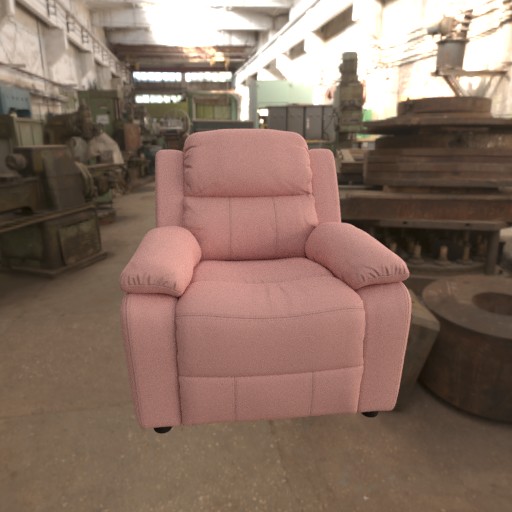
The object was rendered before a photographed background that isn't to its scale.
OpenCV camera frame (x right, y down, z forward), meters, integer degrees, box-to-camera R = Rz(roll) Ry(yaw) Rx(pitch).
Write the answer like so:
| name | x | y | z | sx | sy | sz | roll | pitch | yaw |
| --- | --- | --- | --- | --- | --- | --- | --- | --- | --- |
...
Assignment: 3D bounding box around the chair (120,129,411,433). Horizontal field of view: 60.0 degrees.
| name | x | y | z | sx | sy | sz | roll | pitch | yaw |
| --- | --- | --- | --- | --- | --- | --- | --- | --- | --- |
| chair | 0.000 | 0.000 | 1.282 | 0.680 | 0.702 | 0.709 | -2 | 17 | -6 |
